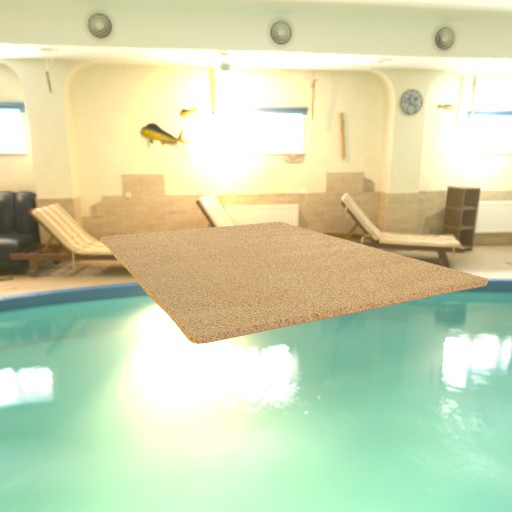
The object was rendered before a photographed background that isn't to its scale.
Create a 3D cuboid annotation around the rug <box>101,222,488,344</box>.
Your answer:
[{"bbox_3d":[0.000,0.000,2.125,1.199,0.025,1.600,-7,15,-26],"label":"rug"}]
